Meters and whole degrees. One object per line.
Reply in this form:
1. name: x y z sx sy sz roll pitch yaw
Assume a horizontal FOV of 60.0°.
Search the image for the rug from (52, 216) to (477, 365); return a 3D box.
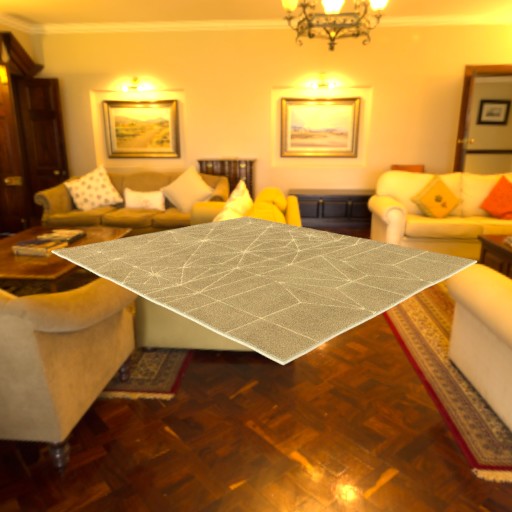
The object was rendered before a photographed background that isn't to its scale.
1. rug: 0.000 0.000 0.871 0.548 0.006 0.639 -15 22 -42
